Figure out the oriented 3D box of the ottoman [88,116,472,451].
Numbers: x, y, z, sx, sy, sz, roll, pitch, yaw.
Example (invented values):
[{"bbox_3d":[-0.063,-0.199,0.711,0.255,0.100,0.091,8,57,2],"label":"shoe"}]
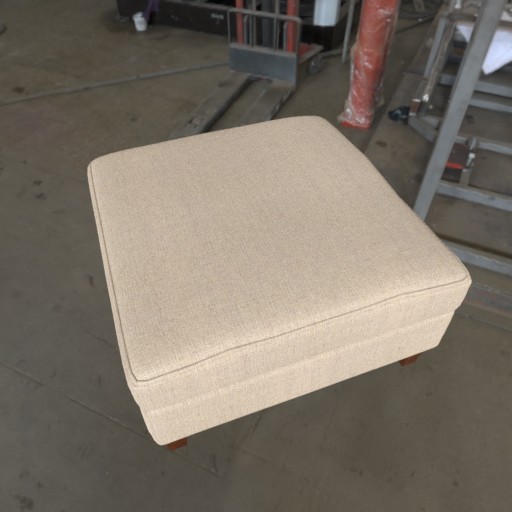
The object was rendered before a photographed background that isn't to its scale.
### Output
[{"bbox_3d":[0.000,0.000,1.344,0.838,0.481,0.838,-15,48,-14],"label":"ottoman"}]
